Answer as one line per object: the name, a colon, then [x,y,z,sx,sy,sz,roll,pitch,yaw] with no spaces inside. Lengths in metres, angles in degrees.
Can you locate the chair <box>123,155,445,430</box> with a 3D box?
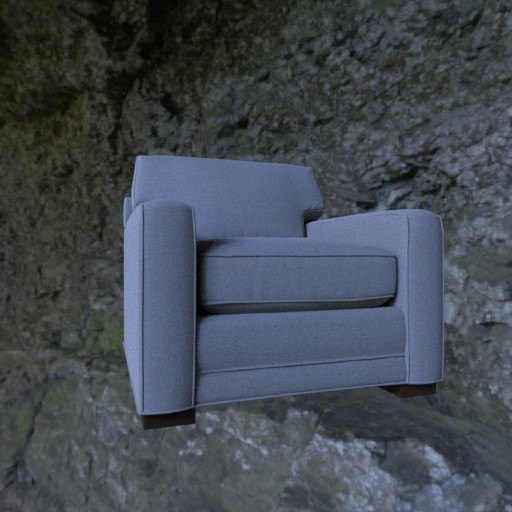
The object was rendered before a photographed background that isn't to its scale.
chair: [0.000,0.000,1.798,0.999,0.934,1.044,0,0,-19]
